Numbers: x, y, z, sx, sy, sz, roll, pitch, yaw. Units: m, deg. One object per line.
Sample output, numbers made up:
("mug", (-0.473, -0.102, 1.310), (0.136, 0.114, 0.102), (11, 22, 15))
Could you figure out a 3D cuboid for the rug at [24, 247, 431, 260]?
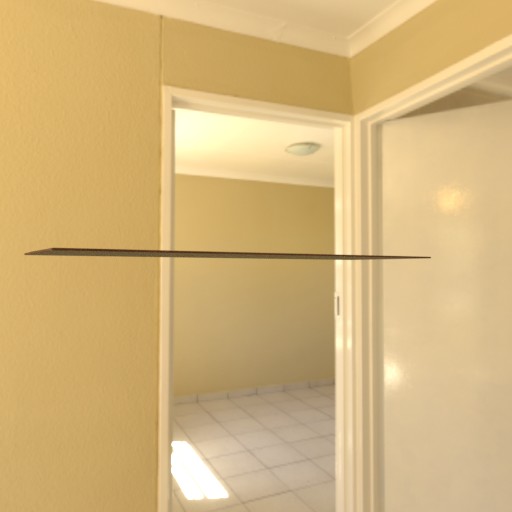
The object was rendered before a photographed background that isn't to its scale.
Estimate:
("rug", (0.000, 0.000, 2.708), (2.448, 0.012, 0.769), (1, -2, -35))
